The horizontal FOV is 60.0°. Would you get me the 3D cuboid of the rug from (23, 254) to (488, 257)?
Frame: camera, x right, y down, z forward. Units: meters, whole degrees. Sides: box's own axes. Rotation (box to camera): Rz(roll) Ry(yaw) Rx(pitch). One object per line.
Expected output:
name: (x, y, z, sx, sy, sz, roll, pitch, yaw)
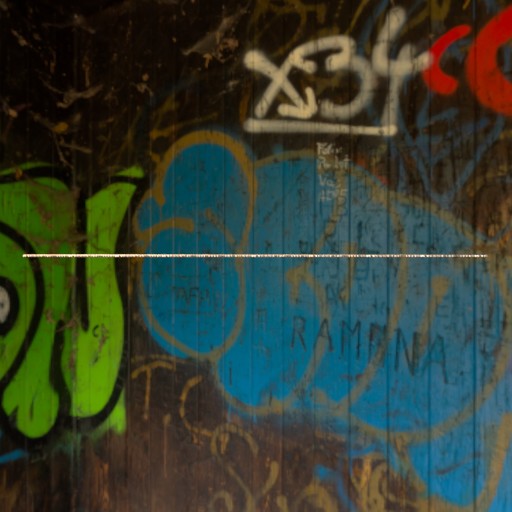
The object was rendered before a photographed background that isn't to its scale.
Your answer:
rug: (0.000, 0.000, 3.933, 2.932, 0.015, 2.315, 0, 0, 0)
